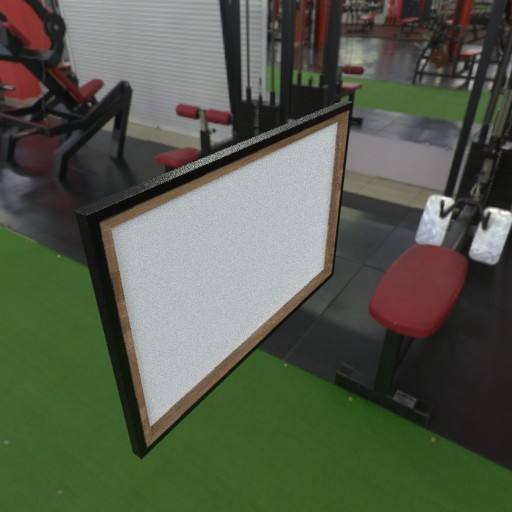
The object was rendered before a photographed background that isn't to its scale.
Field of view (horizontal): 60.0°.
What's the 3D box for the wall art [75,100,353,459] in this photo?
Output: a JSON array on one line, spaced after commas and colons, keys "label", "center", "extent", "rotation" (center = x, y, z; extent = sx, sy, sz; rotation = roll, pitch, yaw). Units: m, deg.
[{"label": "wall art", "center": [0.000, 0.000, 0.836], "extent": [0.022, 0.446, 0.659], "rotation": [21, 38, 30]}]
